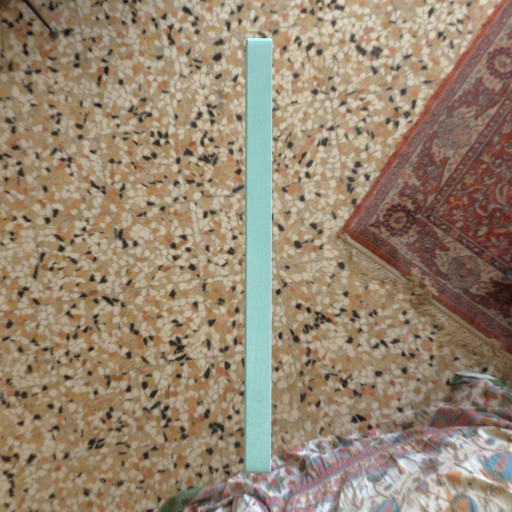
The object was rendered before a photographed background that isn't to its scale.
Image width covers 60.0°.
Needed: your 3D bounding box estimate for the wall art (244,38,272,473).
[{"bbox_3d":[0.000,0.000,1.159,0.054,0.766,0.765,0,90,0],"label":"wall art"}]
